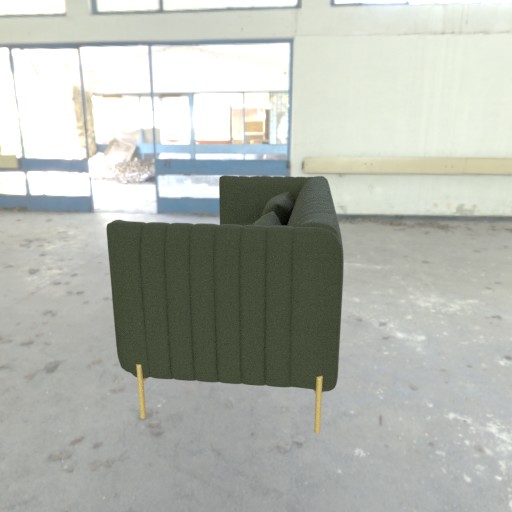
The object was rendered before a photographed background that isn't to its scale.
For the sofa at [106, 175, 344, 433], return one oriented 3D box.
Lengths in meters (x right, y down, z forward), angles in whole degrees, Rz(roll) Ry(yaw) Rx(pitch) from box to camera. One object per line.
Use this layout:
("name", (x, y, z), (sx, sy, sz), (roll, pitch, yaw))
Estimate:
("sofa", (0.000, 0.000, 2.624), (0.896, 0.793, 2.137), (2, 15, 7))
